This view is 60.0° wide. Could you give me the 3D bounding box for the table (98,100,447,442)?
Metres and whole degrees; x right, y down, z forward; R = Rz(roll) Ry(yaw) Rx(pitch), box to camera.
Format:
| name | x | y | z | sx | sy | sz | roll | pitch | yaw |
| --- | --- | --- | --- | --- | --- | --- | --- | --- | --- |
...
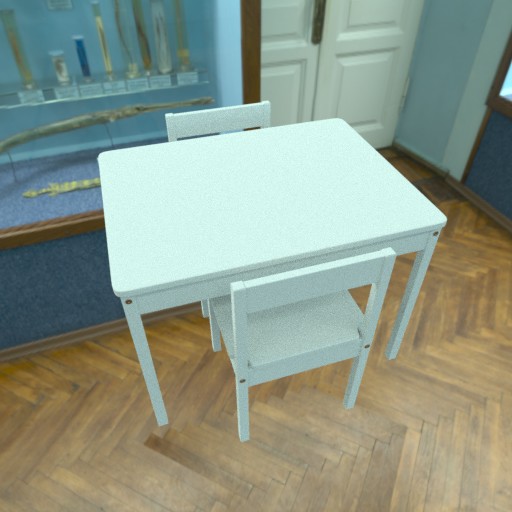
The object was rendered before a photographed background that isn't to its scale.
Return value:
| name | x | y | z | sx | sy | sz | roll | pitch | yaw |
| --- | --- | --- | --- | --- | --- | --- | --- | --- | --- |
| table | 0.000 | 0.000 | 1.118 | 0.650 | 0.503 | 0.672 | -12 | 43 | -13 |
